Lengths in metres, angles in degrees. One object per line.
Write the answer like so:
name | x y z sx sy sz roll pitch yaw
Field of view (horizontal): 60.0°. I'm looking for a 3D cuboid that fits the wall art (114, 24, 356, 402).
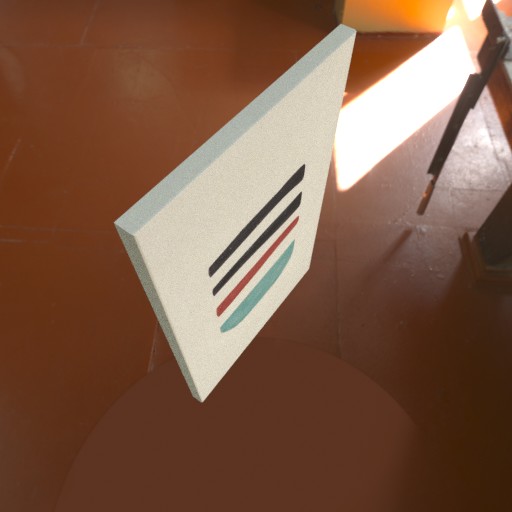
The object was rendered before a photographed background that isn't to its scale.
wall art | 0.000 0.000 1.125 0.038 0.912 0.607 32 63 19
